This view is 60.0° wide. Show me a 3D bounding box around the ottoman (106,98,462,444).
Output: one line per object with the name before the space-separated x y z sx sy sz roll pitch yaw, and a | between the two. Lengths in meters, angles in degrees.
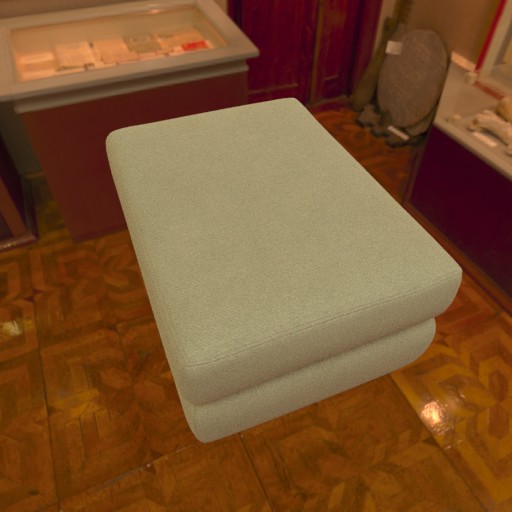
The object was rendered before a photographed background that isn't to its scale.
ottoman | 0.000 0.000 1.129 0.569 0.499 0.773 -16 48 -15
